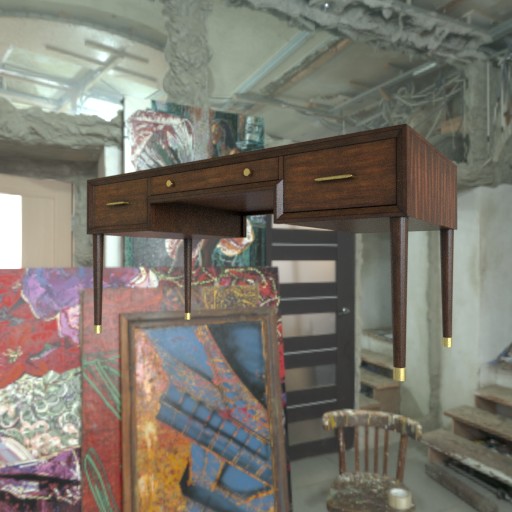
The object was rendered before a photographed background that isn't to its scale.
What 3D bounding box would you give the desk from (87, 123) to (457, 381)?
[{"bbox_3d":[0.000,0.000,2.034,1.575,0.762,0.724,0,-1,35],"label":"desk"}]
